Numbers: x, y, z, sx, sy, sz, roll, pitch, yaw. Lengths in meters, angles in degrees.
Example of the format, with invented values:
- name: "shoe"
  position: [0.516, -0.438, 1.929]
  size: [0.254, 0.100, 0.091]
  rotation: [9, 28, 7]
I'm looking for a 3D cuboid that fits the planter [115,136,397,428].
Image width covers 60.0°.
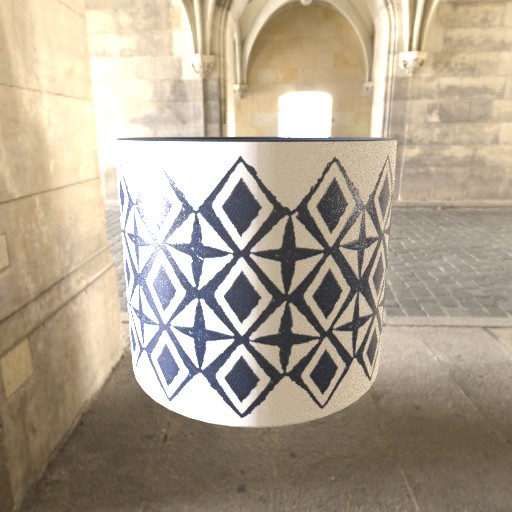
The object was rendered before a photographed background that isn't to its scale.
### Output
- name: "planter"
  position: [0.000, 0.000, 0.279]
  size: [0.159, 0.144, 0.159]
  rotation: [0, 16, 0]
